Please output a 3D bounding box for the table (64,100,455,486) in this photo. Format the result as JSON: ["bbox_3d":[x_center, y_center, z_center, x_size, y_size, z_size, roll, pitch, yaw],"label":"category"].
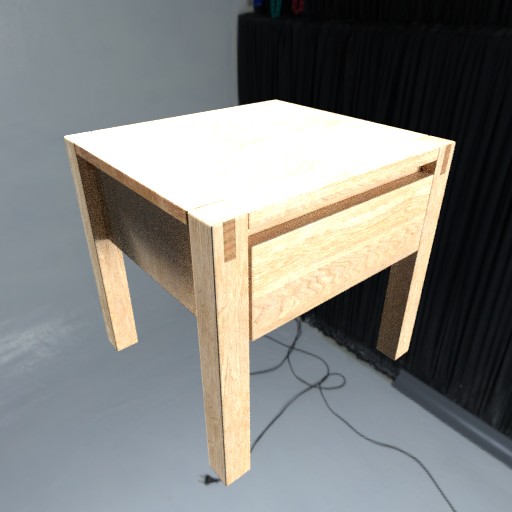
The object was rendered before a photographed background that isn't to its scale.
[{"bbox_3d":[0.000,0.000,0.847,0.480,0.450,0.440,-23,37,-33],"label":"table"}]
